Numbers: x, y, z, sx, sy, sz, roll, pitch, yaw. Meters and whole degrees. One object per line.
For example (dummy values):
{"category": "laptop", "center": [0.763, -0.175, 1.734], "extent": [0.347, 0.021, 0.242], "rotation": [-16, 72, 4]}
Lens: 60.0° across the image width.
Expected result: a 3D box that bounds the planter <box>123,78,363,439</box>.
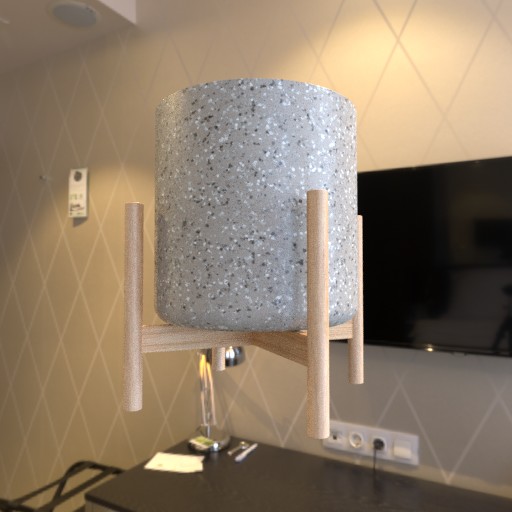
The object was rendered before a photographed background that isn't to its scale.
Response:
{"category": "planter", "center": [0.000, 0.000, 0.678], "extent": [0.360, 0.419, 0.360], "rotation": [0, -2, 0]}
